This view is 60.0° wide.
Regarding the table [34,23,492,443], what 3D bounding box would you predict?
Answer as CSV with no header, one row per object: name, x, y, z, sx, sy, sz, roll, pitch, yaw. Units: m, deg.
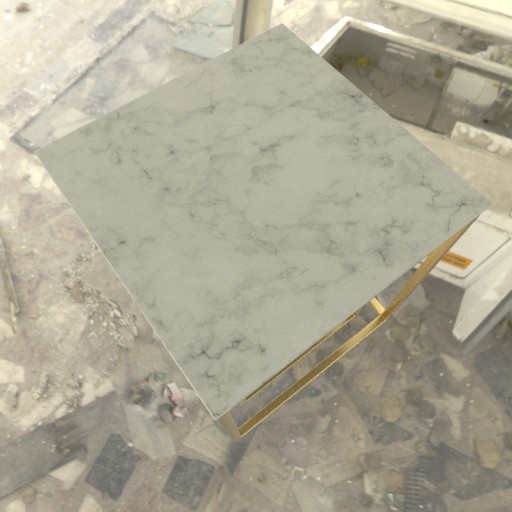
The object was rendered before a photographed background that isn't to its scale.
table,0.000,0.000,0.833,0.450,0.500,0.450,-34,69,-15
